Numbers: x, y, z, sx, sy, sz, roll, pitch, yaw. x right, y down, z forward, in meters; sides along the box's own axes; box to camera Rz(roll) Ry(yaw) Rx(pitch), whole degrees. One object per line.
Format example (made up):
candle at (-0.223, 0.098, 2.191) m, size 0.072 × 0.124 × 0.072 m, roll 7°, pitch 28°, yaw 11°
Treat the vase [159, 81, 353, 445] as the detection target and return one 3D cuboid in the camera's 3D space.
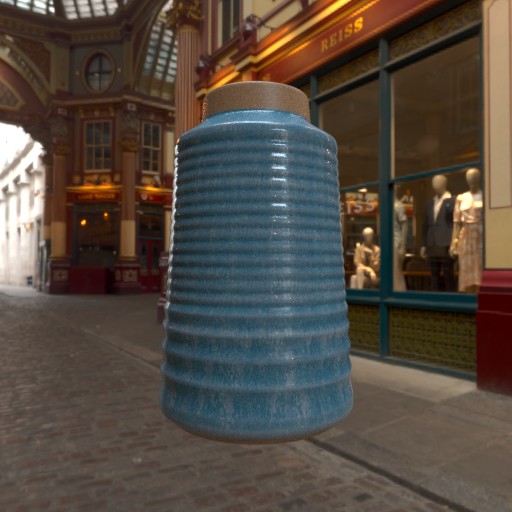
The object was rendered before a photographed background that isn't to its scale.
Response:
vase at (0.000, 0.000, 0.381) m, size 0.163 × 0.267 × 0.163 m, roll 0°, pitch -1°, yaw 0°
